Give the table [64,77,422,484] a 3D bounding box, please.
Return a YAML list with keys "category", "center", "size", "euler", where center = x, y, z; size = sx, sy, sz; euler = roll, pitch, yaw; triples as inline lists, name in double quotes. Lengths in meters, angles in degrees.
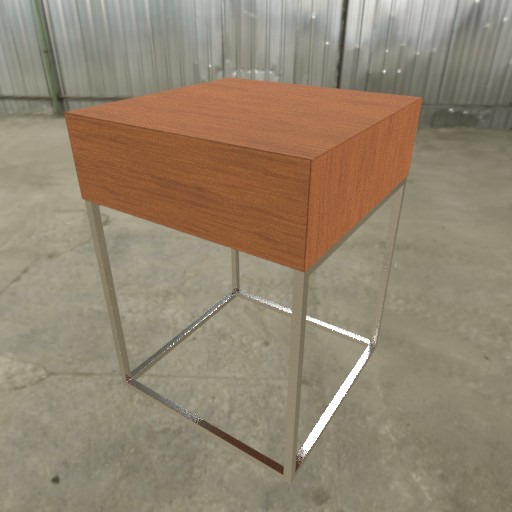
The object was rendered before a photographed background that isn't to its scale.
- category: "table"
  center: [0.000, 0.000, 0.819]
  size: [0.397, 0.540, 0.398]
  euler: [18, 35, 29]
